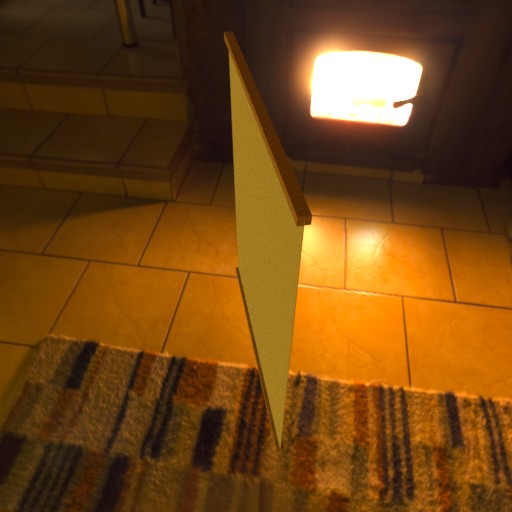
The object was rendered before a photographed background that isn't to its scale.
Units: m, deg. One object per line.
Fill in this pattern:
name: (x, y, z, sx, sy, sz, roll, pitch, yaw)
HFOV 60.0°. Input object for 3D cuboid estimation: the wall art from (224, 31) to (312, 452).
wall art: (0.000, 0.000, 0.677, 0.012, 0.508, 0.405, -8, 47, -8)
